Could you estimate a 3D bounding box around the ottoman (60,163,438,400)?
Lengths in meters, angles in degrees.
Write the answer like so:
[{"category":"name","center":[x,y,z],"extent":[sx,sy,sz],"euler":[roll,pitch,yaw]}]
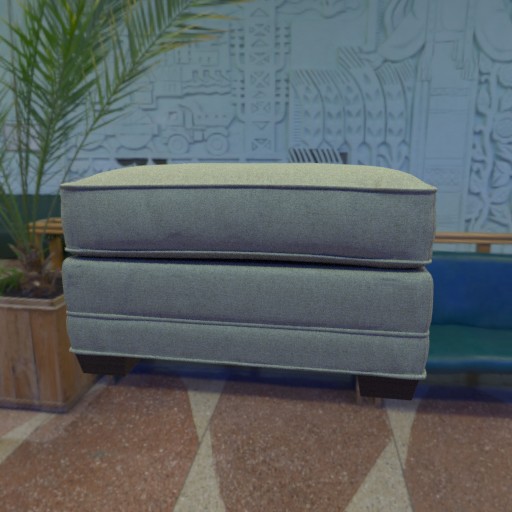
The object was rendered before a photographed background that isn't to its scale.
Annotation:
[{"category":"ottoman","center":[0.000,0.000,1.239],"extent":[0.848,0.508,0.611],"euler":[2,13,9]}]
